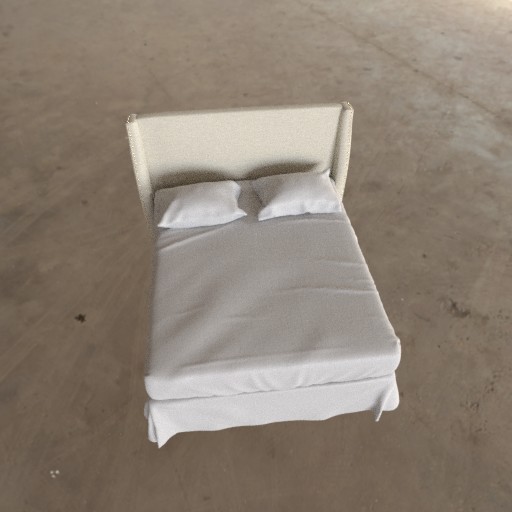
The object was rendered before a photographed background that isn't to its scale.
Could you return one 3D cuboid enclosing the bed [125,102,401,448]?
[{"bbox_3d":[0.000,0.000,3.446,1.925,1.332,2.276,-5,46,-5],"label":"bed"}]
